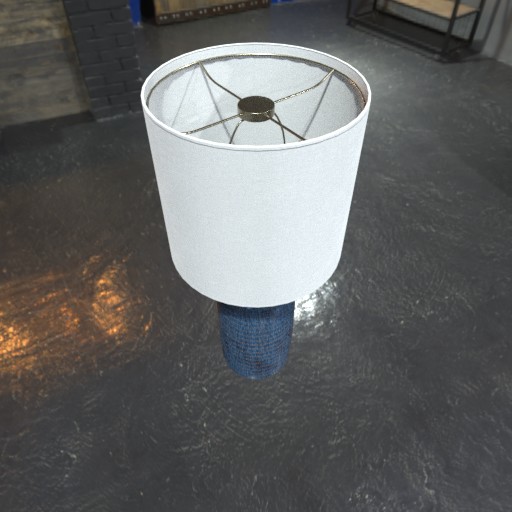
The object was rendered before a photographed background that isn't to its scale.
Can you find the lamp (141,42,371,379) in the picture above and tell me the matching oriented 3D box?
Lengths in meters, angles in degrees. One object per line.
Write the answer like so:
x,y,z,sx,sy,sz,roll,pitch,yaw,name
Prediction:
0.000,0.000,0.601,0.220,0.475,0.220,-17,48,-16,lamp
